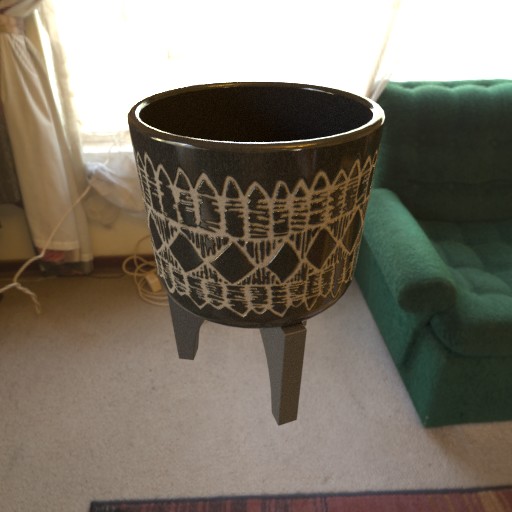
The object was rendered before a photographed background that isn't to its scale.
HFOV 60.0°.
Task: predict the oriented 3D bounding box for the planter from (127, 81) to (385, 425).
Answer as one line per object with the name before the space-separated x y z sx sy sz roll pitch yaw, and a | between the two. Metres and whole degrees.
planter | 0.000 0.000 0.535 0.251 0.355 0.251 -11 34 -17
